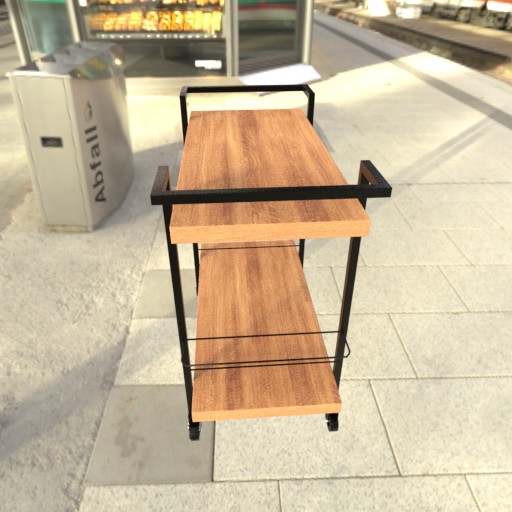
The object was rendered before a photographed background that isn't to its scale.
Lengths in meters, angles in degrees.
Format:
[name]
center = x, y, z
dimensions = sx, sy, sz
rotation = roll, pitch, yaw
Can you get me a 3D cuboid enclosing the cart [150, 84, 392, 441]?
[cart]
center = 0.000, 0.000, 1.261
dimensions = 0.406, 0.762, 0.806
rotation = -2, 33, -4
